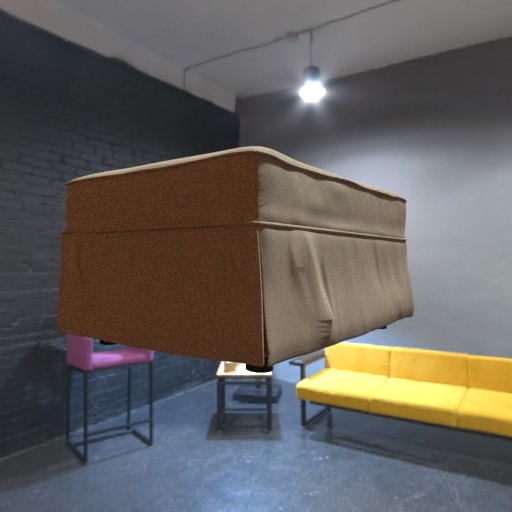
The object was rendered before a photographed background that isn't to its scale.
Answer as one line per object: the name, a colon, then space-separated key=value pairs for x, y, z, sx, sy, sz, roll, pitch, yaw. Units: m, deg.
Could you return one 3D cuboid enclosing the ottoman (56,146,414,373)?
ottoman: x=0.000 y=0.000 z=1.352 sx=0.721 sy=0.482 sz=0.959 roll=0 pitch=0 yaw=36
